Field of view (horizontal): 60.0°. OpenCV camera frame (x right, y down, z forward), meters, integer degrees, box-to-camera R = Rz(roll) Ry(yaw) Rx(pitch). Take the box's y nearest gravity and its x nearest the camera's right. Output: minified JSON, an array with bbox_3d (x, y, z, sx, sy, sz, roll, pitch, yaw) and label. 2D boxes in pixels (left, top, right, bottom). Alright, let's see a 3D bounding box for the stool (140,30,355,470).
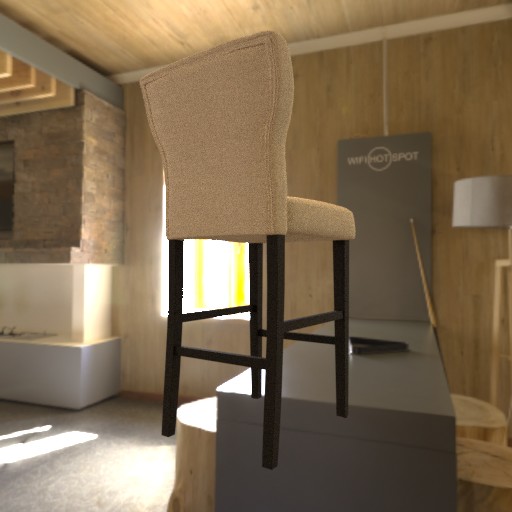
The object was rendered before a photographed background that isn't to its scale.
[{"bbox_3d":[0.000,0.000,1.456,0.516,1.124,0.603,-1,-1,35],"label":"stool"}]
